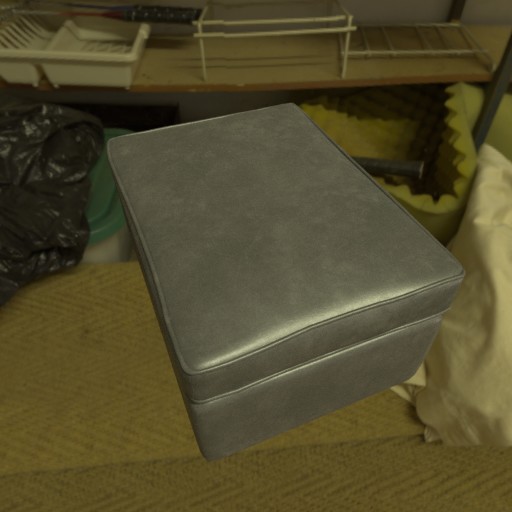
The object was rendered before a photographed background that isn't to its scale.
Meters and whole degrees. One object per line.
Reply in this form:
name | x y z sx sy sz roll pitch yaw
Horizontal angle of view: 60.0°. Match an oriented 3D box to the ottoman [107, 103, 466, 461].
ottoman | 0.000 0.000 1.109 0.554 0.445 0.756 -16 47 -16
